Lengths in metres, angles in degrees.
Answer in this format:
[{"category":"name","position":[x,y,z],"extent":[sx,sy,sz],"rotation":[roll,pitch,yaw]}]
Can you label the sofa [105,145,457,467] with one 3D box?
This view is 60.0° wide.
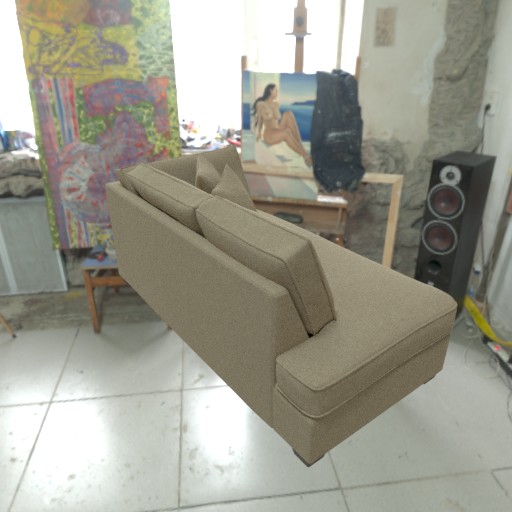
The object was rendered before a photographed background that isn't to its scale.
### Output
[{"category":"sofa","position":[0.000,0.000,2.841],"extent":[1.110,1.033,2.237],"rotation":[-18,32,-33]}]
